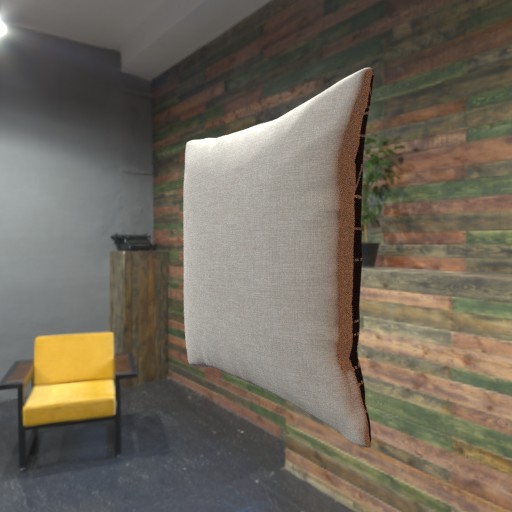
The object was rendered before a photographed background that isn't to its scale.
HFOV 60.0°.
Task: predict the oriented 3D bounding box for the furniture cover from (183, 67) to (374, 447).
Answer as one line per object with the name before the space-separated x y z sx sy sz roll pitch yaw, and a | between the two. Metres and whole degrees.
furniture cover | 0.000 0.000 0.796 0.158 0.508 0.517 -1 2 -36
